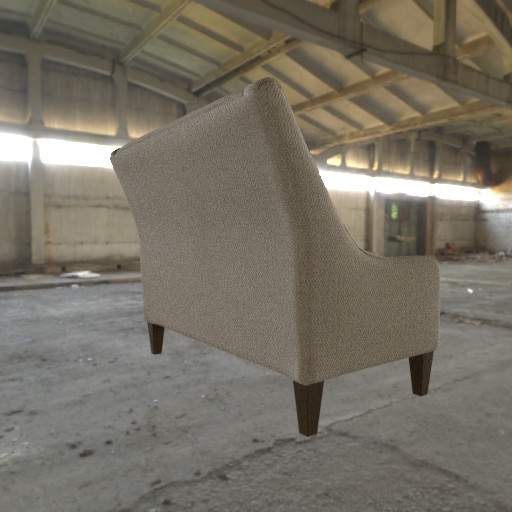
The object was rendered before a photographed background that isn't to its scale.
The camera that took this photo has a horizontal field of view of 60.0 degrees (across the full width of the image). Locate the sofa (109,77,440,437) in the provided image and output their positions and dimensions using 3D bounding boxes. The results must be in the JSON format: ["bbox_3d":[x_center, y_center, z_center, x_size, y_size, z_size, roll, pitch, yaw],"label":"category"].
[{"bbox_3d":[0.000,0.000,1.900,0.870,1.022,1.242,-2,3,-36],"label":"sofa"}]
